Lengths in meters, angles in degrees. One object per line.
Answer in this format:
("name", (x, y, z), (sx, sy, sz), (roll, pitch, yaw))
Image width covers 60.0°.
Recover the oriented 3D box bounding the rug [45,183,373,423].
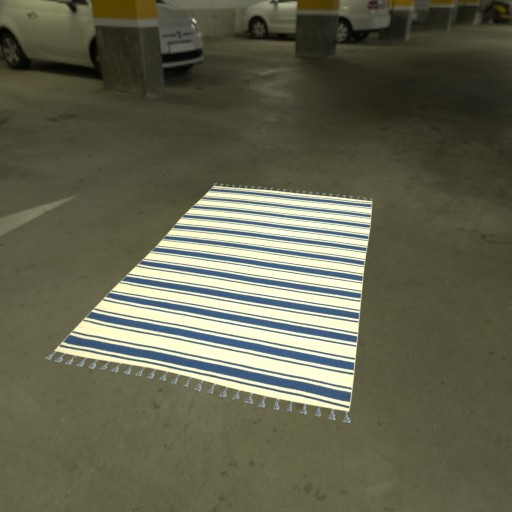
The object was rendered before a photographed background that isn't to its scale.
("rug", (0.000, 0.000, 2.561), (1.248, 0.009, 2.108), (8, 31, 13))
